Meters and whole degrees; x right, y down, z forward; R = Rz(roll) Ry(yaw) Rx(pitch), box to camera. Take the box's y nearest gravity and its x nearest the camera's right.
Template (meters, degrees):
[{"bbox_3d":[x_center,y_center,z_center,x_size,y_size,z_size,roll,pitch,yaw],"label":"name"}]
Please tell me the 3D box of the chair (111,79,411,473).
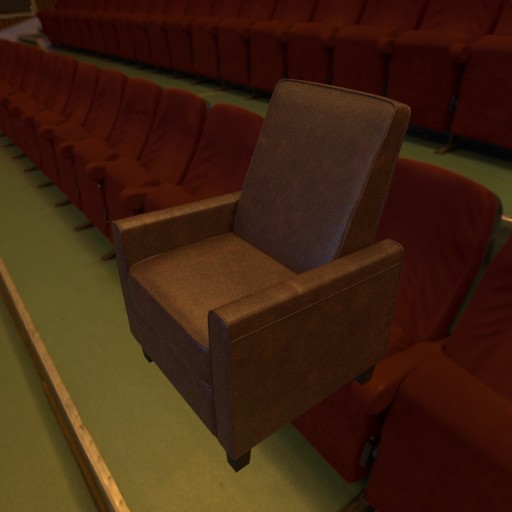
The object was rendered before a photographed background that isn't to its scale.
[{"bbox_3d":[0.000,0.000,1.488,0.746,1.013,0.705,-22,37,-32],"label":"chair"}]
